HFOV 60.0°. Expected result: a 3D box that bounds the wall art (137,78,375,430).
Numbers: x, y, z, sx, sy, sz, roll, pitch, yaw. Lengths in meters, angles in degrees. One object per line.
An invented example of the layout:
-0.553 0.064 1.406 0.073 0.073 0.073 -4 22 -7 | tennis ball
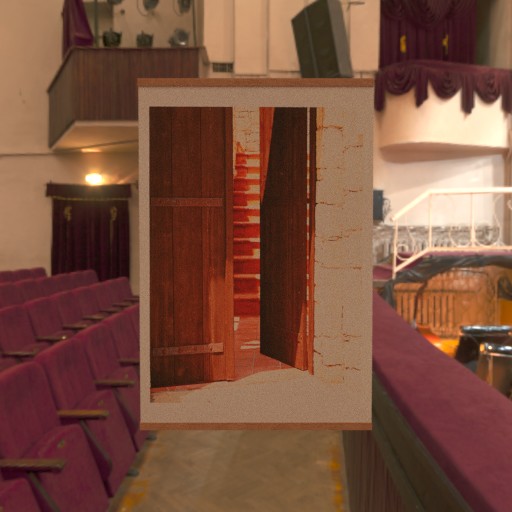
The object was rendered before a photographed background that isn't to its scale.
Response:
0.000 0.000 1.926 1.019 1.527 0.019 0 2 0 | wall art
